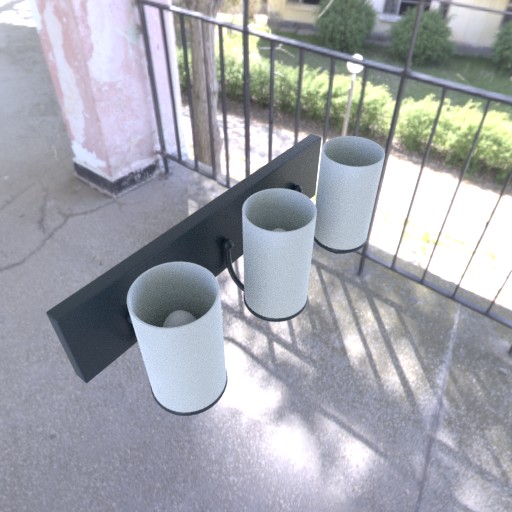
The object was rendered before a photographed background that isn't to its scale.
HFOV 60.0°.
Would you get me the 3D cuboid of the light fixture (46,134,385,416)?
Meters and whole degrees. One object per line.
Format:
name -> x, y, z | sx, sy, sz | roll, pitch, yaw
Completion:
light fixture -> 0.000, 0.000, 0.544 | 0.145, 0.172, 0.451 | 28, 50, 27
